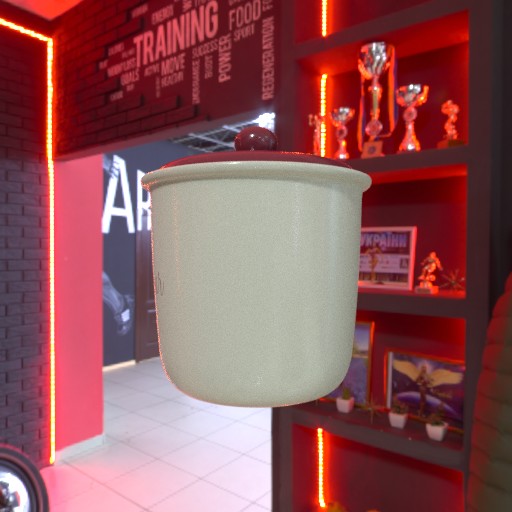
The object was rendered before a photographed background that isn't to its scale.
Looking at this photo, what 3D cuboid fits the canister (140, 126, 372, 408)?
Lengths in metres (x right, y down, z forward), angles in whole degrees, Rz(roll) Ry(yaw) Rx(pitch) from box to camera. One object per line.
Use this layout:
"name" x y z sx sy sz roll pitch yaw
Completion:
"canister" 0.000 0.000 0.361 0.182 0.208 0.182 0 1 0
